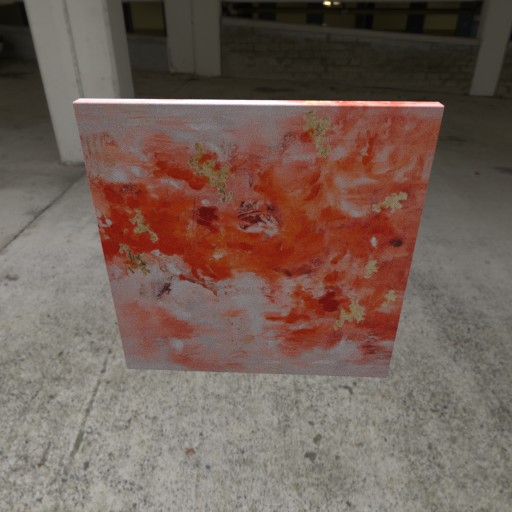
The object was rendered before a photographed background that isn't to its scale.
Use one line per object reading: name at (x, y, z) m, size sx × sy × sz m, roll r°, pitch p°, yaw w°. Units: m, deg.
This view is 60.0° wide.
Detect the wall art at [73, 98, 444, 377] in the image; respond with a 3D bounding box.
wall art at (0.000, 0.000, 1.104) m, size 0.747 × 0.746 × 0.064 m, roll 1°, pitch 31°, yaw 2°
